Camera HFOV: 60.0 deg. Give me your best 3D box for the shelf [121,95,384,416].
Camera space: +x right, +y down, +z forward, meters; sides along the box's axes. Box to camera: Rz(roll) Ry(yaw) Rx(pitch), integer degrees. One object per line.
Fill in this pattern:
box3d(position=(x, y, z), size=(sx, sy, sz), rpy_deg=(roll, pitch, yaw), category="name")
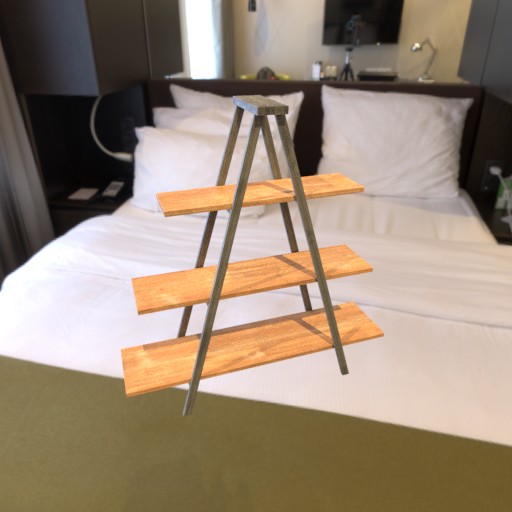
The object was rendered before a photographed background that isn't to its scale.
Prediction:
box3d(position=(0.000, 0.000, 2.710), size=(1.746, 1.808, 0.508), rpy_deg=(-9, 29, -17), category="shelf")
